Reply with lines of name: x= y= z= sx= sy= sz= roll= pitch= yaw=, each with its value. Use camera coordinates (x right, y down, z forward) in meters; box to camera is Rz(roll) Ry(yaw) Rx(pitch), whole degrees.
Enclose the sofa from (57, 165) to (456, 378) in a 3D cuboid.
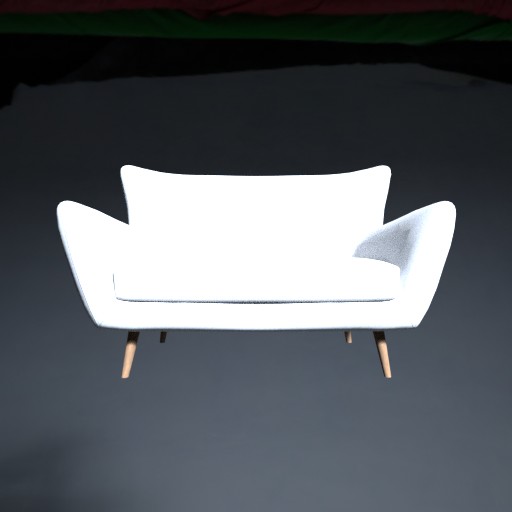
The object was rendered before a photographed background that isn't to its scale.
sofa: x=0.000 y=0.000 z=1.971 sx=1.424 sy=0.878 sz=0.921 roll=0 pitch=1 yaw=0
